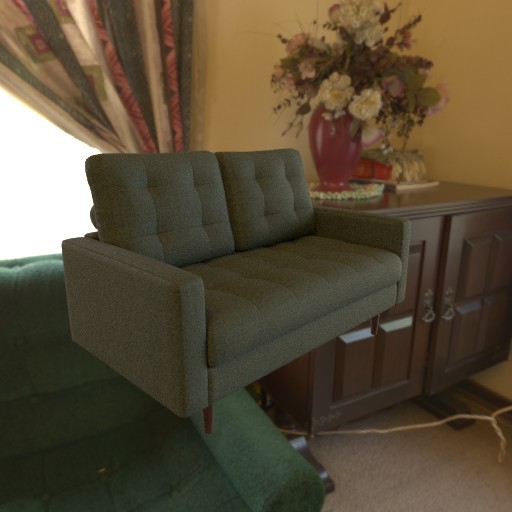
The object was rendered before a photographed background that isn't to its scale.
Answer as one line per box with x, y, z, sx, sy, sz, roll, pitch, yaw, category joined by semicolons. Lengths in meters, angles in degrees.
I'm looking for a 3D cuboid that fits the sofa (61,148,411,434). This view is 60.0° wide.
0.000;0.000;1.978;0.842;0.907;1.407;14;21;43;sofa
